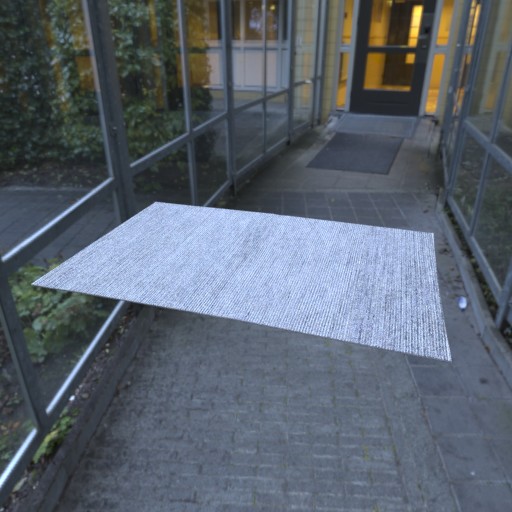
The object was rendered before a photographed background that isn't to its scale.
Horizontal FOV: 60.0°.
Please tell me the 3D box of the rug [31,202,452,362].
[{"bbox_3d":[0.000,0.000,2.270,1.789,0.021,1.159,8,28,15],"label":"rug"}]
